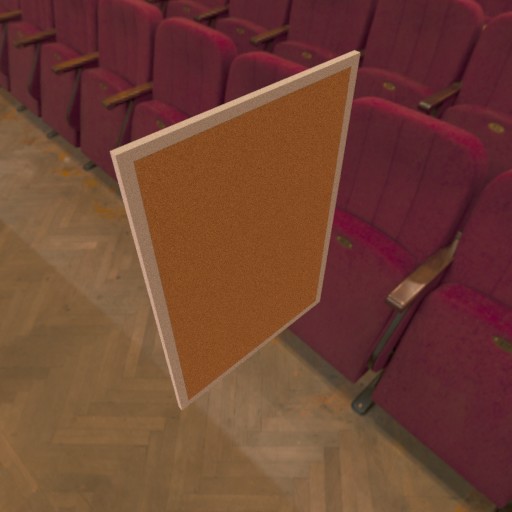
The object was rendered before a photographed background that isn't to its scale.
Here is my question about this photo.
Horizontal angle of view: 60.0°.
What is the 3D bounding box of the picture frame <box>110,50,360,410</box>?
[{"bbox_3d":[0.000,0.000,0.863,0.457,0.657,0.013,-33,54,-28],"label":"picture frame"}]
